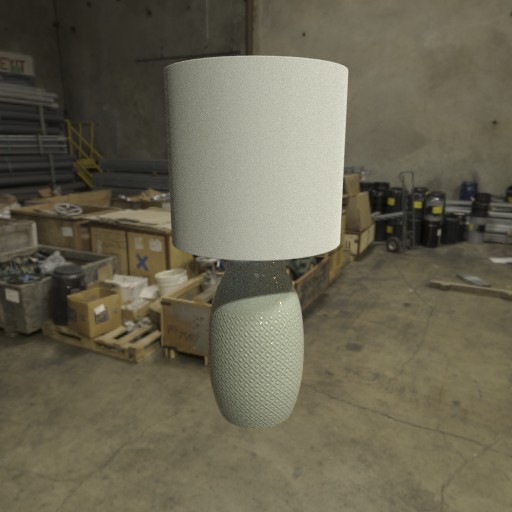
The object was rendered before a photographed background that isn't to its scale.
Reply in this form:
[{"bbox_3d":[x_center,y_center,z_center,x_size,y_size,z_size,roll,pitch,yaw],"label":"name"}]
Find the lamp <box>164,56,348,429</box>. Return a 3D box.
[{"bbox_3d":[0.000,0.000,0.587,0.217,0.453,0.217,7,16,26],"label":"lamp"}]
